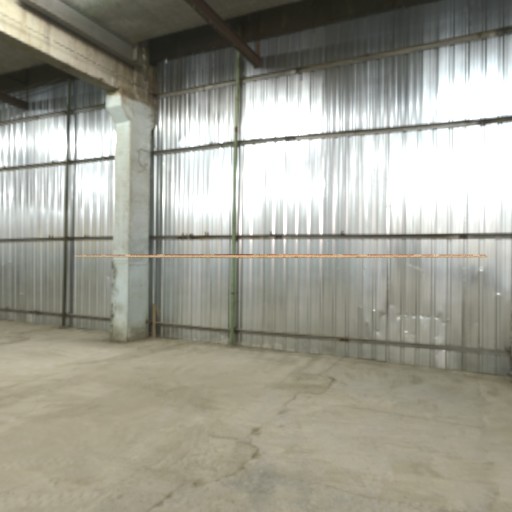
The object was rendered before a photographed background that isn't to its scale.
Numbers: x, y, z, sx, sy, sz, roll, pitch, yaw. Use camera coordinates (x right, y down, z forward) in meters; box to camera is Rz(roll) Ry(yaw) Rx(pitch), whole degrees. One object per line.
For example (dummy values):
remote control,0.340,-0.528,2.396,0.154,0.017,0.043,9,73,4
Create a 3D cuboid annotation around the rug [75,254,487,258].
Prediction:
rug,0.000,0.000,4.130,2.466,0.021,3.049,0,0,-36
